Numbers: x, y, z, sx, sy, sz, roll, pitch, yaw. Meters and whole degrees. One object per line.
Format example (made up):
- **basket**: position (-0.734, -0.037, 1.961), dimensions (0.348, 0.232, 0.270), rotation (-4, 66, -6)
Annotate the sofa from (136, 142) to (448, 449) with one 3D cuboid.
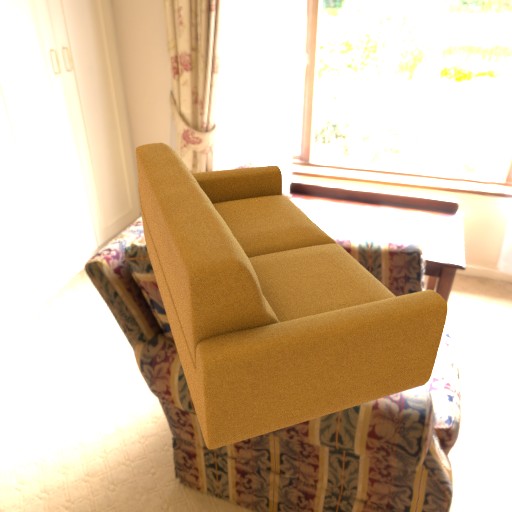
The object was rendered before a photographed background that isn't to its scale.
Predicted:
- **sofa**: position (0.000, 0.000, 2.148), dimensions (0.909, 0.841, 1.631), rotation (-10, 31, -17)
